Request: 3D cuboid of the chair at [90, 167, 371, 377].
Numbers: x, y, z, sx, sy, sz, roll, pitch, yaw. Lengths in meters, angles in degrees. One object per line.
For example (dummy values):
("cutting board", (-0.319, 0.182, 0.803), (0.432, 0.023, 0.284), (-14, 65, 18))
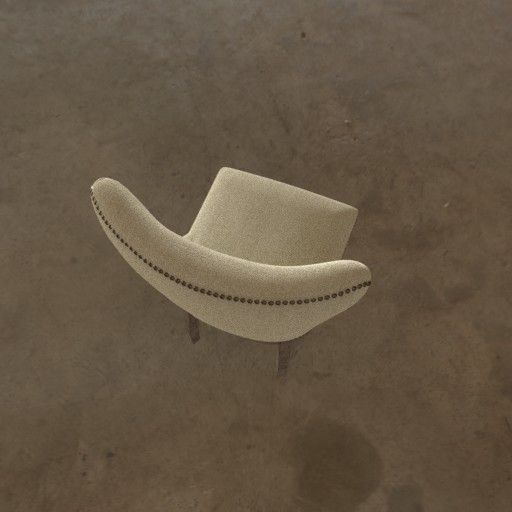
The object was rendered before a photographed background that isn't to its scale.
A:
("chair", (0.000, 0.000, 1.451), (0.654, 1.002, 0.681), (19, 65, 9))
